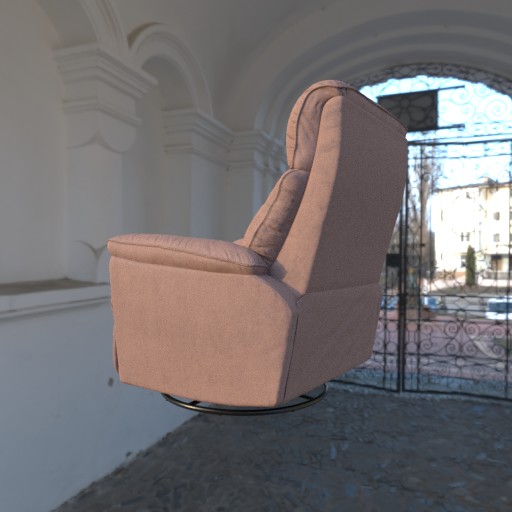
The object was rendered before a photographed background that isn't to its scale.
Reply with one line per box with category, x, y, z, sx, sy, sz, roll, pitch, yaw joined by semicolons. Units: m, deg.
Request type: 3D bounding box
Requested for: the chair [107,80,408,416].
chair;0.000;0.000;1.714;1.004;1.037;0.820;0;0;36
